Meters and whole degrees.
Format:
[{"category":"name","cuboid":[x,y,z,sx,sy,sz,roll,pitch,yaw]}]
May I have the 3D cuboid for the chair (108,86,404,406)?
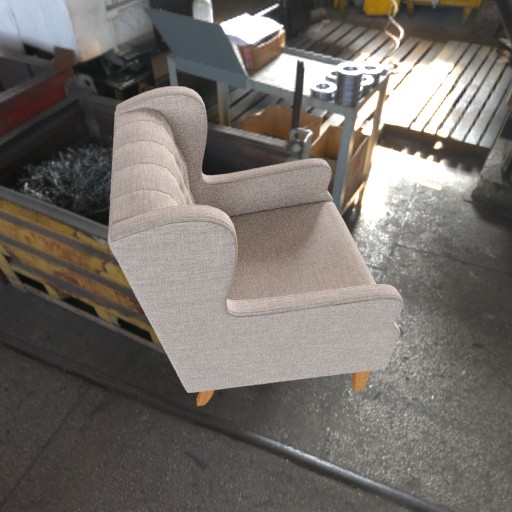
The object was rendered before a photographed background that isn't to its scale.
[{"category":"chair","cuboid":[0.000,0.000,1.490,0.760,0.930,0.710,-8,46,-8]}]
